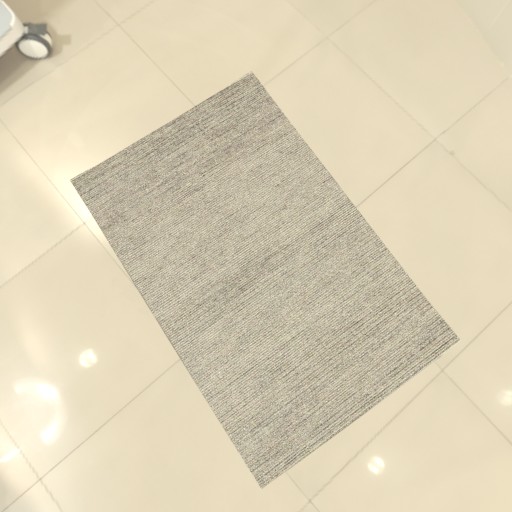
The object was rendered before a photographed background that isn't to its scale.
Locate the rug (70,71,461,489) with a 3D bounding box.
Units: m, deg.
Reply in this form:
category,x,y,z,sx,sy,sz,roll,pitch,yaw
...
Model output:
category,x,y,z,sx,sy,sz,roll,pitch,yaw
rug,0.000,0.000,2.226,1.162,0.022,1.804,-33,78,-8
